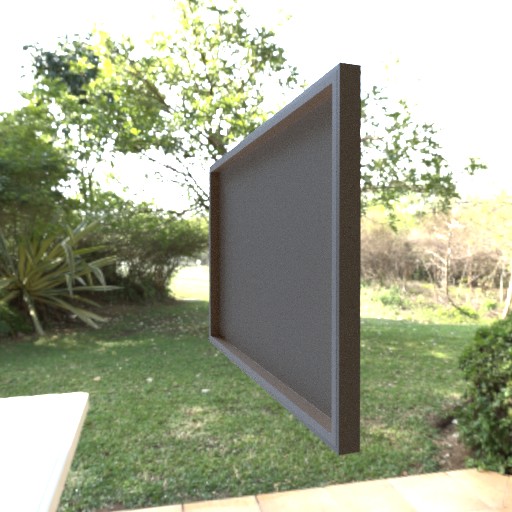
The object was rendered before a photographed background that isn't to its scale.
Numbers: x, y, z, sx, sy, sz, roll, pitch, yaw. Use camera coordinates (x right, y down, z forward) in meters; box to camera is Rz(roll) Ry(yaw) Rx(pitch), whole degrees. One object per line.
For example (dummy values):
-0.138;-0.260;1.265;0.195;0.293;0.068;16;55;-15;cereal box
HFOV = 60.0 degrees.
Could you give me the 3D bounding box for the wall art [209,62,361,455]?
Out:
0.000;0.000;1.126;0.038;0.610;0.915;0;1;-19;wall art
